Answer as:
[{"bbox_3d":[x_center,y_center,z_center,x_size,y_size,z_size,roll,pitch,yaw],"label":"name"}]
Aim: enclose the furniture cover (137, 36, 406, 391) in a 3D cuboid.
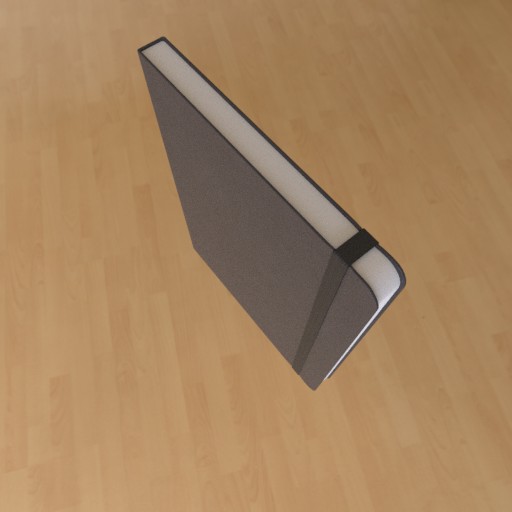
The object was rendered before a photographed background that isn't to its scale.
[{"bbox_3d":[0.000,0.000,0.373,0.023,0.281,0.216,-36,70,-16],"label":"furniture cover"}]
